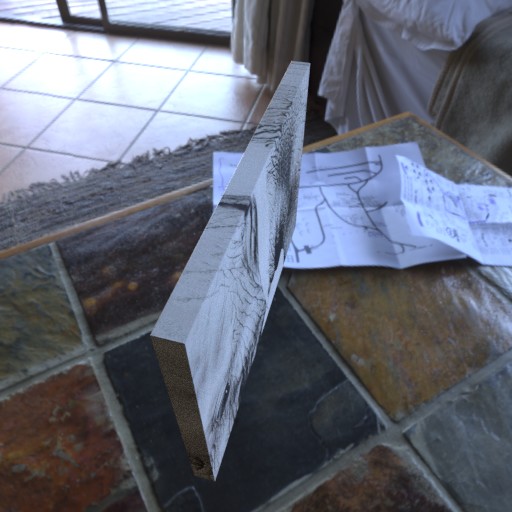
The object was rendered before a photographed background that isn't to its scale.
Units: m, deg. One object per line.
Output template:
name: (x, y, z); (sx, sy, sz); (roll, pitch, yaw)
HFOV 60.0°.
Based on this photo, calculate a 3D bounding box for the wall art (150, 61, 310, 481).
wall art: (0.000, 0.000, 0.758); (0.035, 0.407, 0.613); (11, 48, 11)
